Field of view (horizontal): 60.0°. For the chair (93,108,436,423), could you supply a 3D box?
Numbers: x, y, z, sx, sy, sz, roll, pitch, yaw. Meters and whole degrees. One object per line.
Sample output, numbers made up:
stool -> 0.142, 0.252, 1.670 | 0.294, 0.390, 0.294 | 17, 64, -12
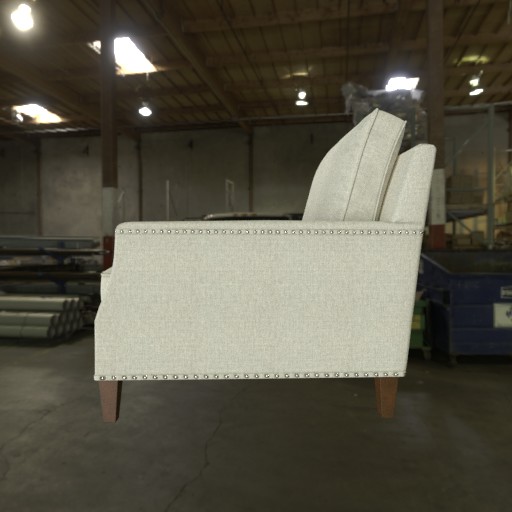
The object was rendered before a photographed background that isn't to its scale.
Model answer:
chair -> 0.000, 0.000, 1.684 | 1.014, 0.943, 0.853 | 0, 1, -2
